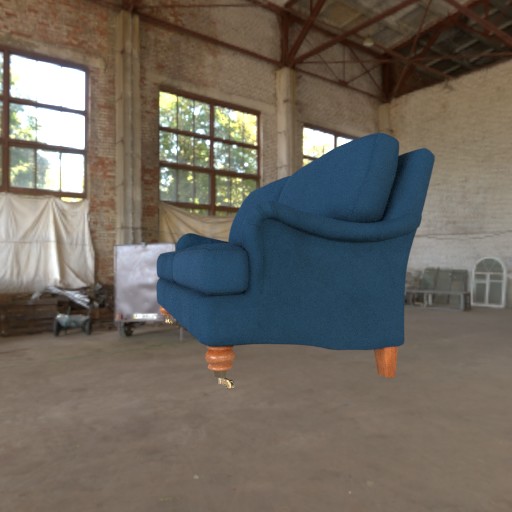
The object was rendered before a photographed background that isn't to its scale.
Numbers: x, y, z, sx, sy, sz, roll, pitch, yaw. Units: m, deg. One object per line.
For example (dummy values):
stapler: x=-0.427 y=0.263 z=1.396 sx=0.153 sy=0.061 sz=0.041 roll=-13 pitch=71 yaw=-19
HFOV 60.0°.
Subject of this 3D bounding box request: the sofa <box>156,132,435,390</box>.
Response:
sofa: x=0.000 y=0.000 z=2.820 sx=1.084 sy=1.101 sz=2.141 roll=0 pitch=-1 yaw=-18
